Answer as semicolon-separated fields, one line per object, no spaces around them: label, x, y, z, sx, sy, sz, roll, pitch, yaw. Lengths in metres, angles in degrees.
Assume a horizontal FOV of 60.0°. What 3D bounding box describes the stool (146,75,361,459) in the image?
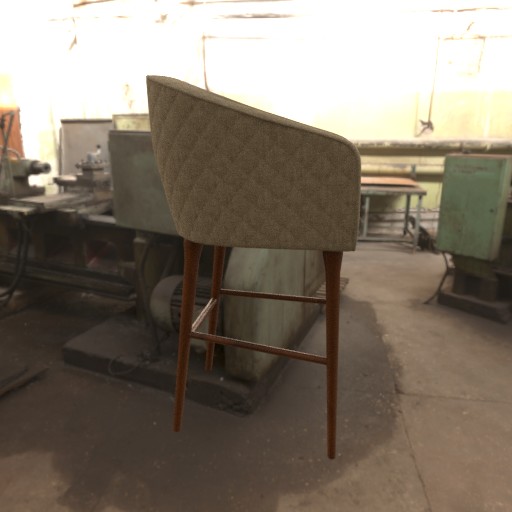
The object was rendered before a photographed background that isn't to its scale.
stool;0.000;0.000;1.415;0.607;1.078;0.559;3;16;9
